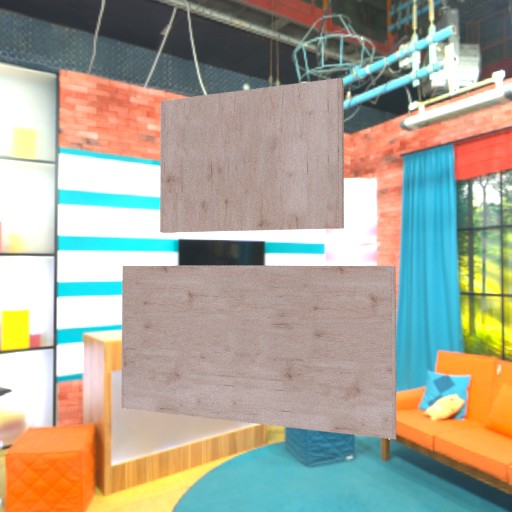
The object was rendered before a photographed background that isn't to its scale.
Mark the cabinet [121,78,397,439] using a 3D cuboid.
[{"bbox_3d":[0.000,0.000,2.835,1.700,1.981,0.420,0,-1,18],"label":"cabinet"}]
